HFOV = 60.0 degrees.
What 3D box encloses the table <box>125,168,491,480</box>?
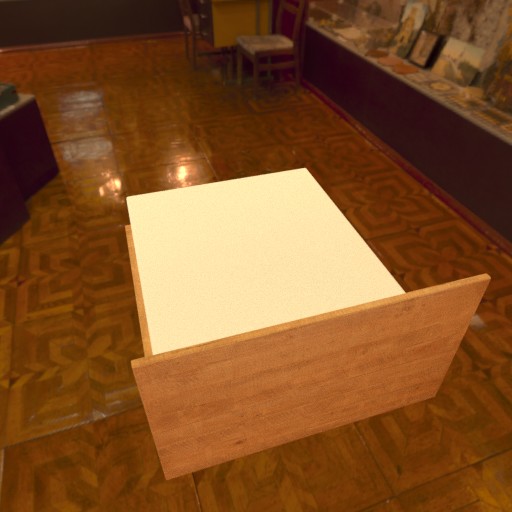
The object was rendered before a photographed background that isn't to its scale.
[{"bbox_3d":[0.000,0.000,3.059,1.707,1.041,2.149,-12,42,-13],"label":"table"}]
